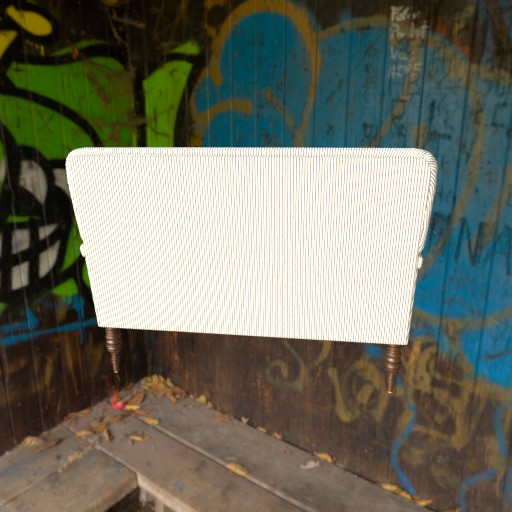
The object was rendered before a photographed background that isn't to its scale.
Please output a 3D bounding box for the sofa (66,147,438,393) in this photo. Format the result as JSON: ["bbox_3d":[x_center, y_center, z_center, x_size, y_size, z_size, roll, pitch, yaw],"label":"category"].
[{"bbox_3d":[0.000,0.000,1.849,1.297,0.889,0.779,2,15,8],"label":"sofa"}]
